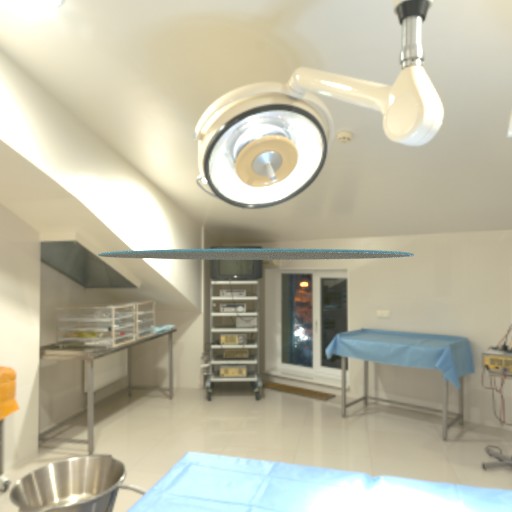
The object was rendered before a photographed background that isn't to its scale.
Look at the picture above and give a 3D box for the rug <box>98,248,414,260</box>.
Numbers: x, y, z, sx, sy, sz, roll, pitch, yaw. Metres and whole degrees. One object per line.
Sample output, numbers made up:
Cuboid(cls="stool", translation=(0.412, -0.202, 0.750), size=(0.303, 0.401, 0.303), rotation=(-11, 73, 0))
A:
Cuboid(cls="rug", translation=(0.000, 0.000, 2.372), size=(1.593, 0.012, 1.593), rotation=(0, -2, 0))
